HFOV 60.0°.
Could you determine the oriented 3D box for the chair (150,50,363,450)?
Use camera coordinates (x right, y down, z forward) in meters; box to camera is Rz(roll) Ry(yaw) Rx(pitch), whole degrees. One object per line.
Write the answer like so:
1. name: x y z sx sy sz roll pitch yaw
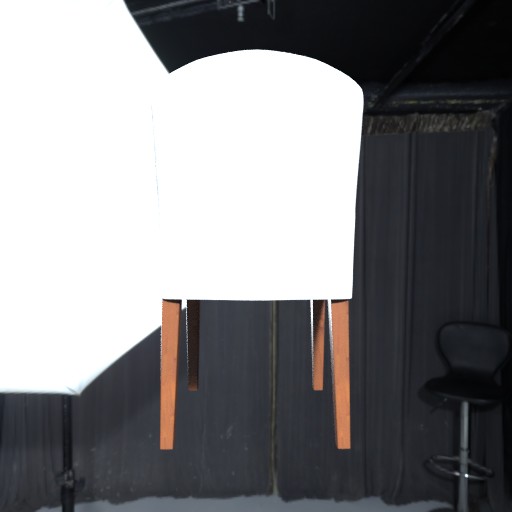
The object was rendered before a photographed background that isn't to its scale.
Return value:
1. chair: 0.000 0.000 1.222 0.472 0.893 0.540 0 1 0
